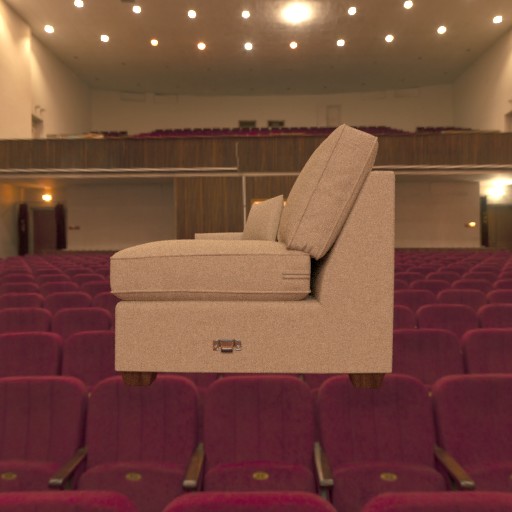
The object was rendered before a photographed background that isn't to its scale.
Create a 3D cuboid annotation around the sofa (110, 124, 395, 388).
[{"bbox_3d":[0.000,0.000,2.522,1.034,0.946,1.962,0,0,1],"label":"sofa"}]
